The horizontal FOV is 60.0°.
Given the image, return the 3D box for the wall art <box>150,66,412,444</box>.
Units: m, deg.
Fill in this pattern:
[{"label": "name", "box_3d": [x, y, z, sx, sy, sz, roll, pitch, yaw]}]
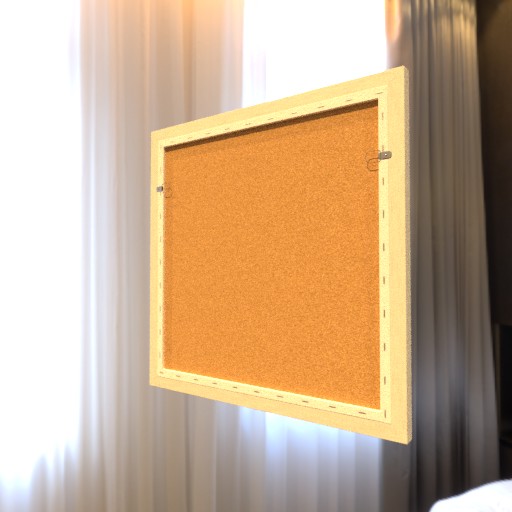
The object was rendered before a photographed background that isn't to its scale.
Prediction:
[{"label": "wall art", "box_3d": [0.000, 0.000, 1.500, 1.016, 1.016, 0.045, -1, -2, 36]}]
